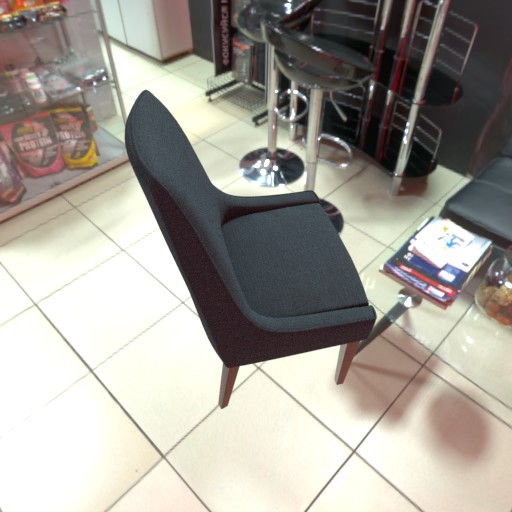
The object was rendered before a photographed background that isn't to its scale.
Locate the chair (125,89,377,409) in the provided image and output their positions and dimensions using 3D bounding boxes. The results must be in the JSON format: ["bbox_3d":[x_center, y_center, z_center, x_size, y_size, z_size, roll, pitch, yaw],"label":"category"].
[{"bbox_3d":[0.000,0.000,1.235,0.544,0.861,0.529,-9,48,-9],"label":"chair"}]
